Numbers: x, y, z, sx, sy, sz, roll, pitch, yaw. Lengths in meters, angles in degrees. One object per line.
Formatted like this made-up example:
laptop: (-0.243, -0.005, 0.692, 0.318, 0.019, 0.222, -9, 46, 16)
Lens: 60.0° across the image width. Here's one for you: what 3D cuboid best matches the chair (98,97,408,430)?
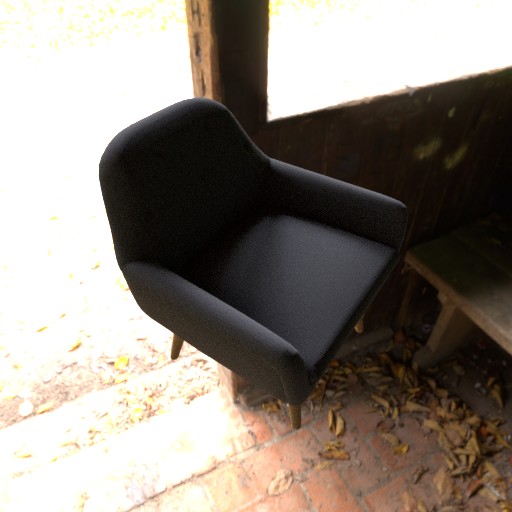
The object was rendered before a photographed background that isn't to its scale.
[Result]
chair: (0.000, 0.000, 1.452, 0.779, 0.800, 0.770, 25, 47, 25)
